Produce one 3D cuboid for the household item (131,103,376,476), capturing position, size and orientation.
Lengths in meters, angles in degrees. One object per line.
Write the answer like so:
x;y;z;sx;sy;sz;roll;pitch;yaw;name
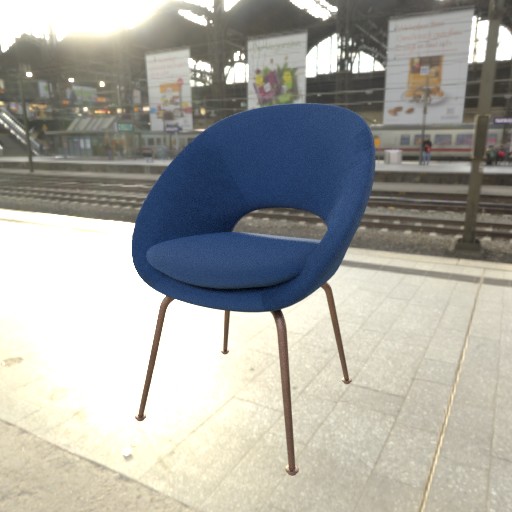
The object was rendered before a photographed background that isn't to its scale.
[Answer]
0.000;0.000;1.244;0.623;0.852;0.573;7;16;26;household item
